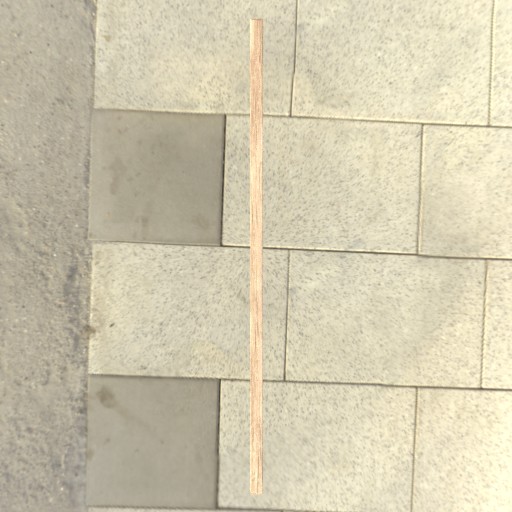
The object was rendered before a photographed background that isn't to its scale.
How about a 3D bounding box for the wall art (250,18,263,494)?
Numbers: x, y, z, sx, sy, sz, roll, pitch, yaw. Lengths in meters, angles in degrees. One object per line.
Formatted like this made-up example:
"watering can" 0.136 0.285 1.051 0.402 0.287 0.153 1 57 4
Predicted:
"wall art" 0.000 0.000 0.965 0.021 0.480 0.780 0 91 0
